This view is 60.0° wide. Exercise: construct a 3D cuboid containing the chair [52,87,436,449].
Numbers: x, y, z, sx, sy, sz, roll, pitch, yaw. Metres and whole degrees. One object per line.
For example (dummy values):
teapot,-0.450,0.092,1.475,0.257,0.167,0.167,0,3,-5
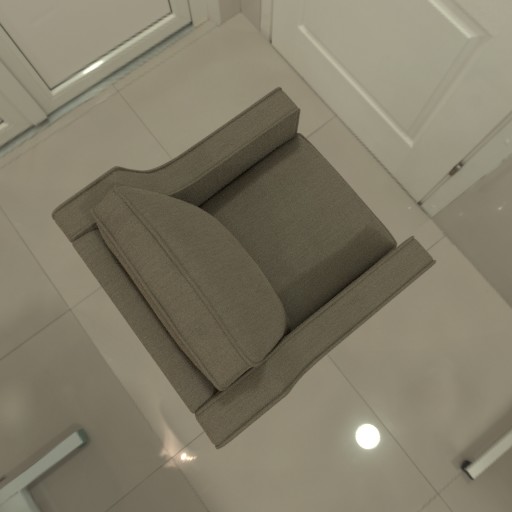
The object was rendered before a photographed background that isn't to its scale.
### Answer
chair,0.000,0.000,1.627,0.909,0.960,0.831,-37,80,-8
